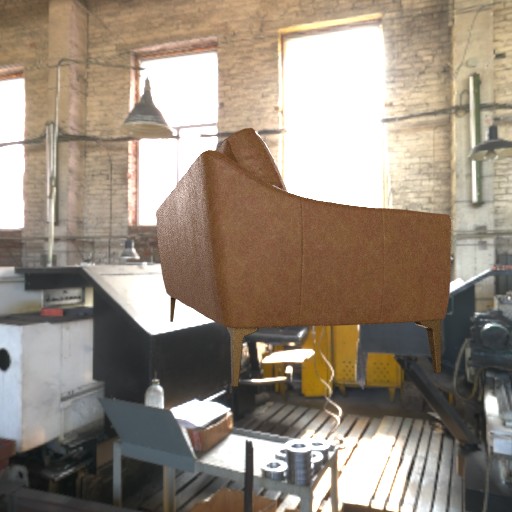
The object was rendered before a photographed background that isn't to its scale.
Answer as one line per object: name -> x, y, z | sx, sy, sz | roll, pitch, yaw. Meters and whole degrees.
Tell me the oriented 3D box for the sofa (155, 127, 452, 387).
sofa -> 0.000, 0.000, 2.529 | 0.981, 0.945, 2.036 | 0, -1, -18
